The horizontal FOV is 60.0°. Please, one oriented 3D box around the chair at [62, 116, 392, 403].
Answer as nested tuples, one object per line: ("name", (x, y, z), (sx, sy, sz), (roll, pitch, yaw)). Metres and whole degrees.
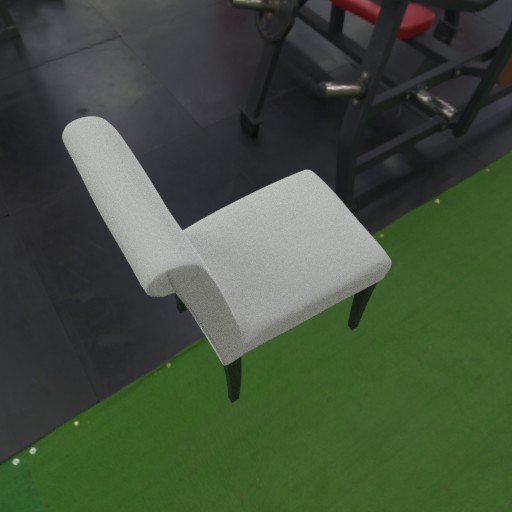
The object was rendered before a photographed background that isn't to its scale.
("chair", (0.000, 0.000, 1.323), (0.708, 0.976, 0.452), (-27, 61, -17))
